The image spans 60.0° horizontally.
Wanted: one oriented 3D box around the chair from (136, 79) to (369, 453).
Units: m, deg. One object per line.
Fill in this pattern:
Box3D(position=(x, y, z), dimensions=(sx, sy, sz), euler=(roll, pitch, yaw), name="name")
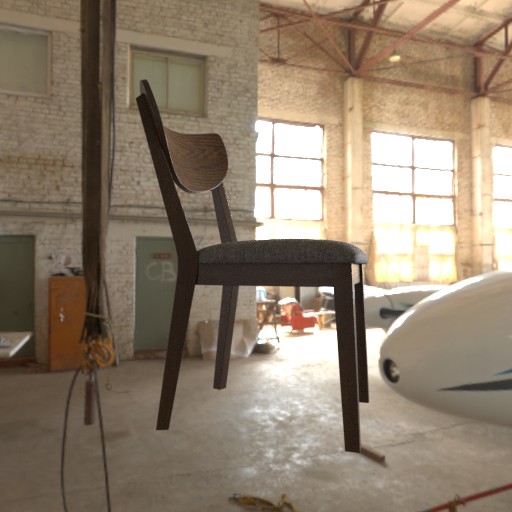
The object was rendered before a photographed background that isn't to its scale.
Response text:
Box3D(position=(0.000, 0.000, 1.221), dimensions=(0.583, 0.849, 0.491), euler=(0, -2, 17), name="chair")
